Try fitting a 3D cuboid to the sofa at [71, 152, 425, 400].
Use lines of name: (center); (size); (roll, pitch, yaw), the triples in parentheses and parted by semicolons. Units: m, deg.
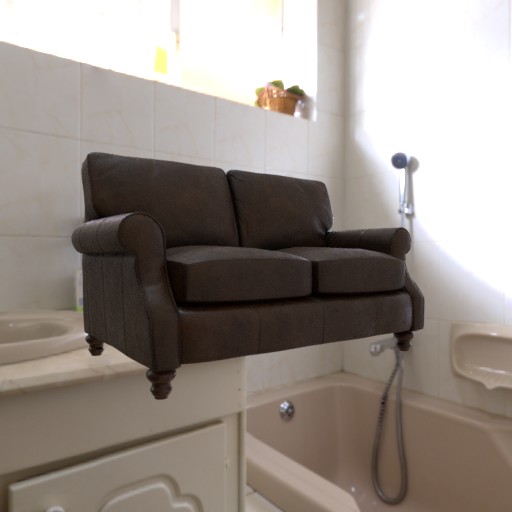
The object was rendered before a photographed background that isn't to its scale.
sofa: (0.000, 0.000, 2.221); (1.616, 0.976, 0.990); (0, 0, -35)
